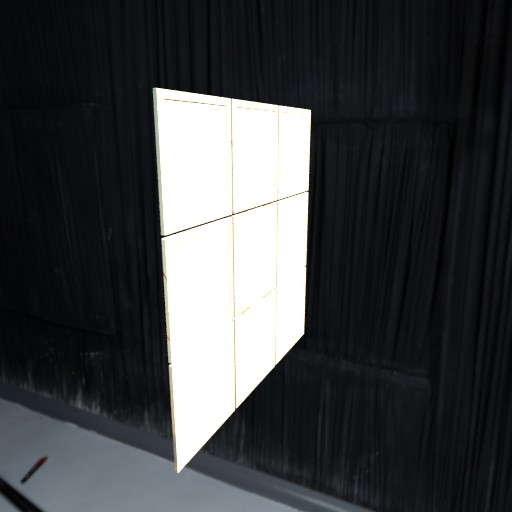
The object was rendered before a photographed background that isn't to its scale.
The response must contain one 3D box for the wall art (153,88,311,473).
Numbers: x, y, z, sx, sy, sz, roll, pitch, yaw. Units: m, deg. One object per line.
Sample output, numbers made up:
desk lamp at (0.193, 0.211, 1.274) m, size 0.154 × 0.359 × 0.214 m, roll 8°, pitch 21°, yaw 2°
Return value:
wall art at (0.000, 0.000, 1.861) m, size 0.013 × 1.219 × 1.214 m, roll 7°, pitch 17°, yaw 25°
